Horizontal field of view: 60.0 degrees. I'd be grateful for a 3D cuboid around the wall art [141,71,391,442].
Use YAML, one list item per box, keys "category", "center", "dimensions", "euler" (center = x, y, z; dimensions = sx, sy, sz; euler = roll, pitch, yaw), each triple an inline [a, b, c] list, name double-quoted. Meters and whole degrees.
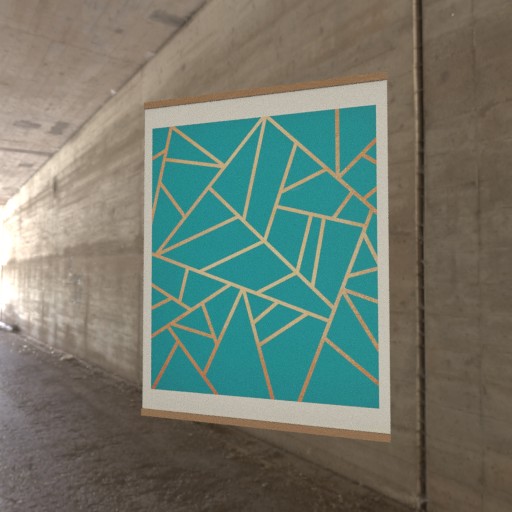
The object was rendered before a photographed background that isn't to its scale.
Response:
- category: "wall art"
  center: [0.000, 0.000, 0.800]
  dimensions: [0.459, 0.608, 0.012]
  euler: [-1, -2, 17]
